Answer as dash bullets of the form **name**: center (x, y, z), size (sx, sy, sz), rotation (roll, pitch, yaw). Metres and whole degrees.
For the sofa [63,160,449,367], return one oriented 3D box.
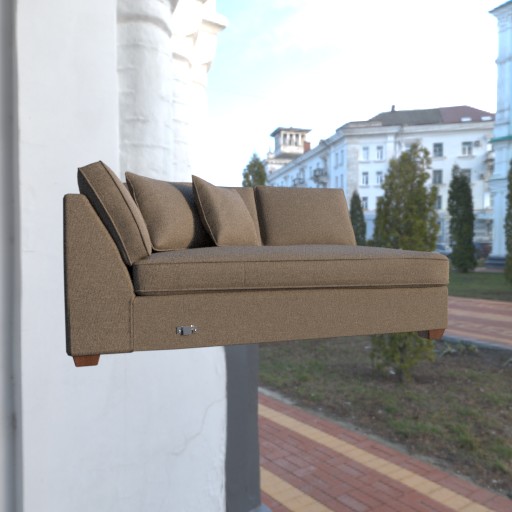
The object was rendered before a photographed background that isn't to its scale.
- **sofa**: center (0.000, 0.000, 2.892), size (2.237, 1.033, 1.110), rotation (0, 1, -19)
